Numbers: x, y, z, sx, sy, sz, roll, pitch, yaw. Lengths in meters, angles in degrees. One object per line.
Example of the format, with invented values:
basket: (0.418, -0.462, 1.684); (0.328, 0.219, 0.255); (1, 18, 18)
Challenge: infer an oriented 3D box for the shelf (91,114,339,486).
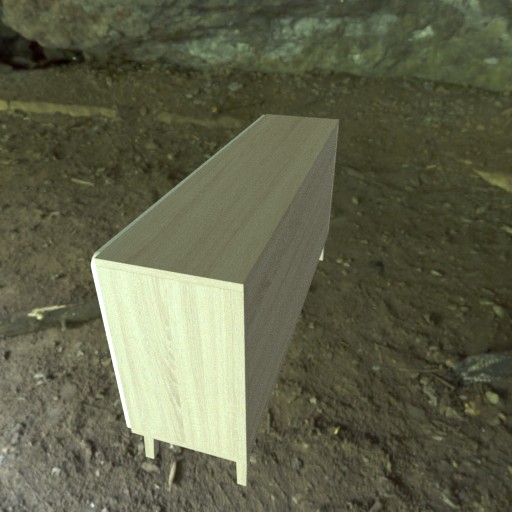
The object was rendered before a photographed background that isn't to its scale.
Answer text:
shelf: (0.000, 0.000, 1.814); (0.400, 0.780, 1.490); (9, 32, 15)
